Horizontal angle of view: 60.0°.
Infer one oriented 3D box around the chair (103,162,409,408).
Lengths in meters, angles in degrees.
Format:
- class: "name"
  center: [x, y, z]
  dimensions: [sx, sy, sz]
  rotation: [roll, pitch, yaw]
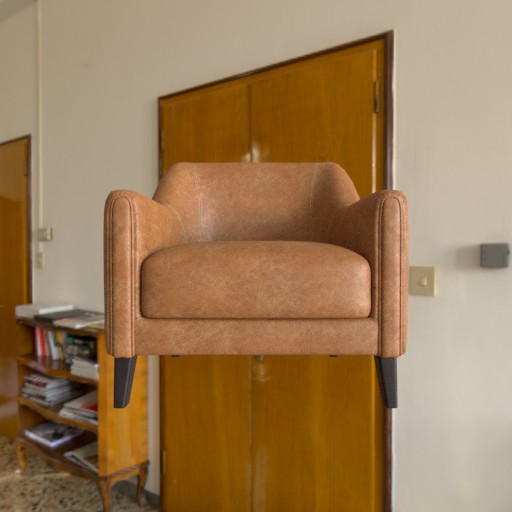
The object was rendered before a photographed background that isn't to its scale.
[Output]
- class: "chair"
  center: [0.000, 0.000, 1.916]
  dimensions: [1.037, 0.980, 1.034]
  rotation: [0, 1, 0]
